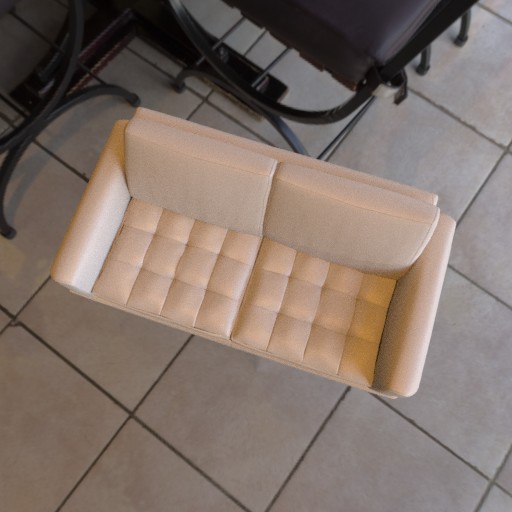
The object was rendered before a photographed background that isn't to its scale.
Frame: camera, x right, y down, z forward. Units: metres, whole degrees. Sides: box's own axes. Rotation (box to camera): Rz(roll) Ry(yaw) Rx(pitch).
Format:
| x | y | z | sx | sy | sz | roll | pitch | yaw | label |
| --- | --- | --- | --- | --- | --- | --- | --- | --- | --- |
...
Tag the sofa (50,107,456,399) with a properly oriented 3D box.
| x | y | z | sx | sy | sz | roll | pitch | yaw | label |
| --- | --- | --- | --- | --- | --- | --- | --- | --- | --- |
| 0.000 | 0.000 | 2.676 | 2.177 | 0.930 | 1.121 | 17 | 76 | 4 | sofa |
